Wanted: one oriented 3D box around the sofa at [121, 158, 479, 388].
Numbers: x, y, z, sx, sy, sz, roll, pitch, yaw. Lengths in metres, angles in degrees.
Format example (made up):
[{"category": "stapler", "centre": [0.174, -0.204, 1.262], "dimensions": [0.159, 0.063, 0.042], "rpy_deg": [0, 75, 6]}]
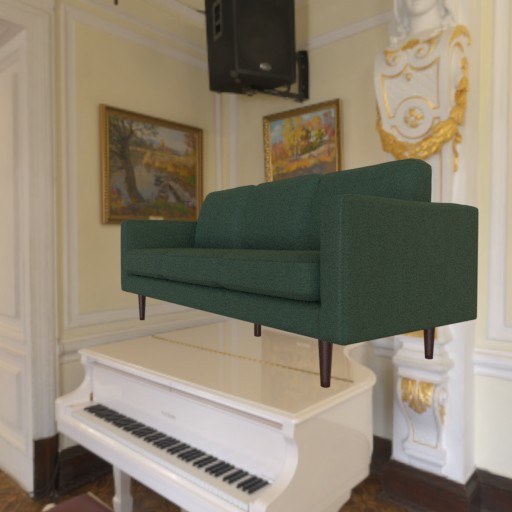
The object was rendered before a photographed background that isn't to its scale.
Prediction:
[{"category": "sofa", "centre": [0.000, 0.000, 2.457], "dimensions": [0.879, 0.899, 2.029], "rpy_deg": [-1, 2, -36]}]
